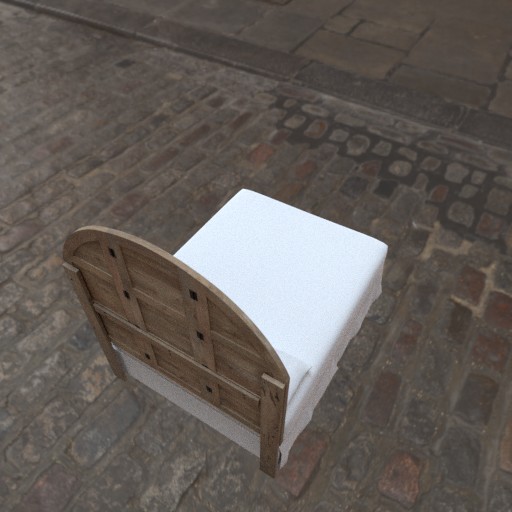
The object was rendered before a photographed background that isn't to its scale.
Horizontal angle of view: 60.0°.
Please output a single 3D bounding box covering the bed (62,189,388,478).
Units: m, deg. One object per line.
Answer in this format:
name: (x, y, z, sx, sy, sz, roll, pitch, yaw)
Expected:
bed: (0.000, 0.000, 3.449, 1.713, 2.002, 2.112, 24, 51, 21)
